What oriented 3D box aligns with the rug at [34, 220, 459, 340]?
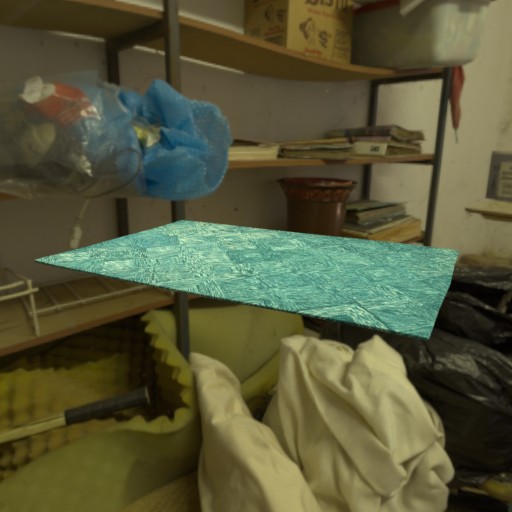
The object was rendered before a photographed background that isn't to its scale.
[{"bbox_3d":[0.000,0.000,2.132,1.728,0.017,1.136,8,17,27],"label":"rug"}]
